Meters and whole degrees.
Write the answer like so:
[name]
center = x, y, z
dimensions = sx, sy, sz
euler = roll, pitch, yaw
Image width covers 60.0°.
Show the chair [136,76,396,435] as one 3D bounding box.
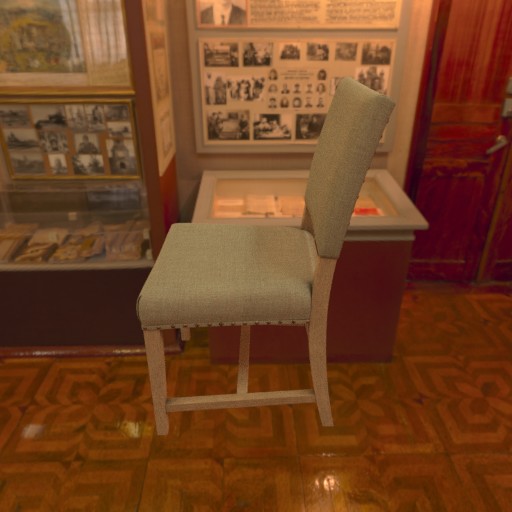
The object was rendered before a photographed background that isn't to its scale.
[chair]
center = 0.000, 0.000, 1.356
dimensions = 0.622, 0.986, 0.508
euler = 0, 27, 1
